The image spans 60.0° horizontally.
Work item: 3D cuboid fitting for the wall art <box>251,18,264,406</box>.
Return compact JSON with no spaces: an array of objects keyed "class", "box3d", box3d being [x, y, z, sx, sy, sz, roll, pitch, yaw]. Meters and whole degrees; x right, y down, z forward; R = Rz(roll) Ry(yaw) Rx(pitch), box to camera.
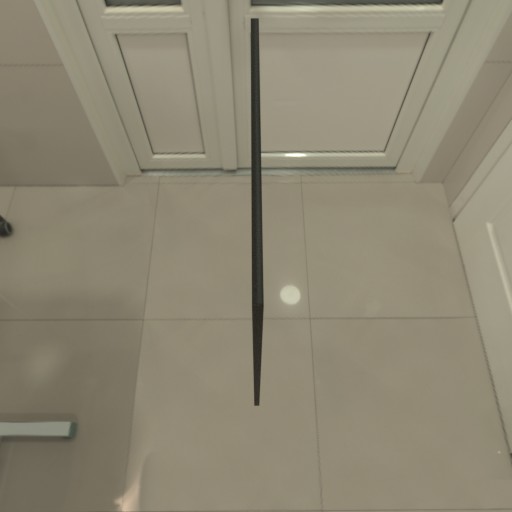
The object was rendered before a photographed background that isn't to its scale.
[{"class":"wall art","box3d":[0.000,0.000,0.846,0.012,0.661,0.451,0,63,0]}]
